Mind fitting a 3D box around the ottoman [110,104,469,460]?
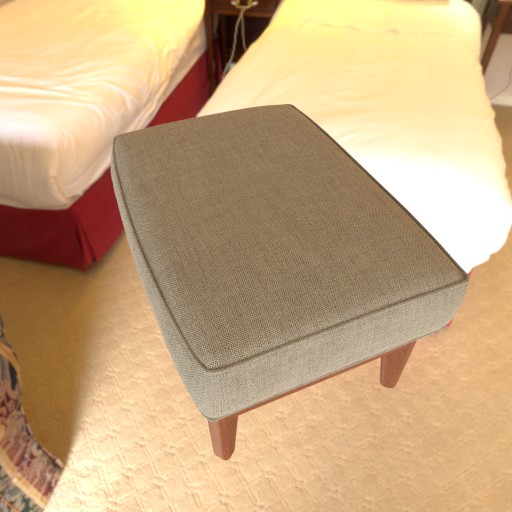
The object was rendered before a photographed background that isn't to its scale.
[{"bbox_3d":[0.000,0.000,1.072,0.555,0.458,0.750,-17,48,-16],"label":"ottoman"}]
